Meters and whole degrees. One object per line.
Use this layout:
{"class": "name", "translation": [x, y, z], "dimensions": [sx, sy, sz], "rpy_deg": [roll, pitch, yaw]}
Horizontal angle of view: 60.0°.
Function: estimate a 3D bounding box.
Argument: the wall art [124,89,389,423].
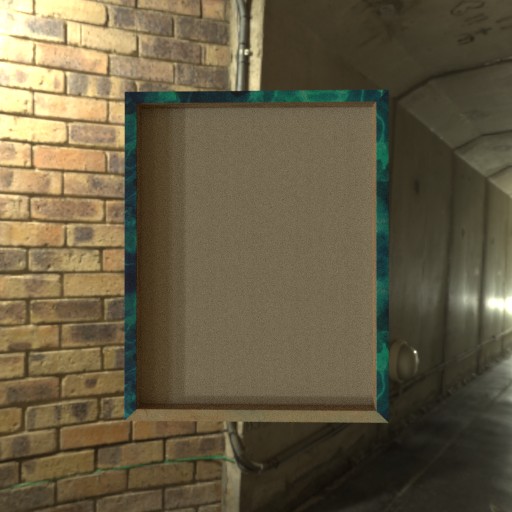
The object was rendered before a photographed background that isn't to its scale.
{"class": "wall art", "translation": [0.000, 0.000, 0.869], "dimensions": [0.508, 0.635, 0.038], "rpy_deg": [0, 0, 1]}
